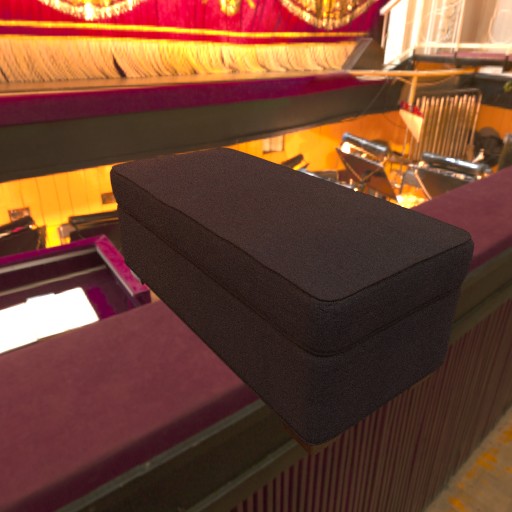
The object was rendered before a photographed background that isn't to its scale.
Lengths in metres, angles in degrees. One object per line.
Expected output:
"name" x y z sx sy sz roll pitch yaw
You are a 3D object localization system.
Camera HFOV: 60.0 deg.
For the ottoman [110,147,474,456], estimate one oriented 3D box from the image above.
"ottoman" 0.000 0.000 1.379 0.515 0.460 1.110 -18 32 -32
